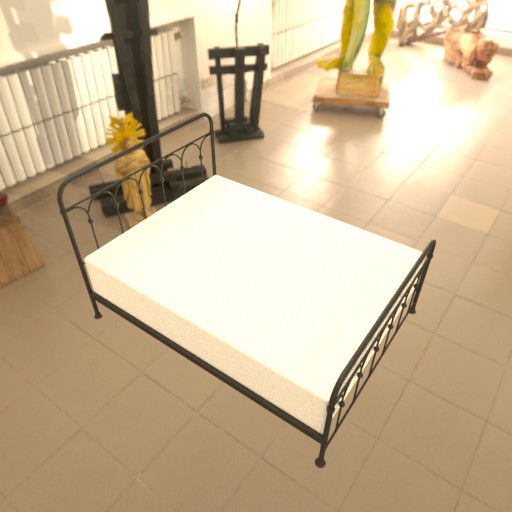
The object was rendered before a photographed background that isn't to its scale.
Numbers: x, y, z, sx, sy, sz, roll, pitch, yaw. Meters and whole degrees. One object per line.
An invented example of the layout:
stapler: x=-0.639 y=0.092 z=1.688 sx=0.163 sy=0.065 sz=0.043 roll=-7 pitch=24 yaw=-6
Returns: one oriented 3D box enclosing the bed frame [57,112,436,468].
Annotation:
bed frame: x=0.000 y=0.000 z=3.360 sx=2.203 sy=1.276 sz=1.664 roll=25 pitch=46 yaw=27
